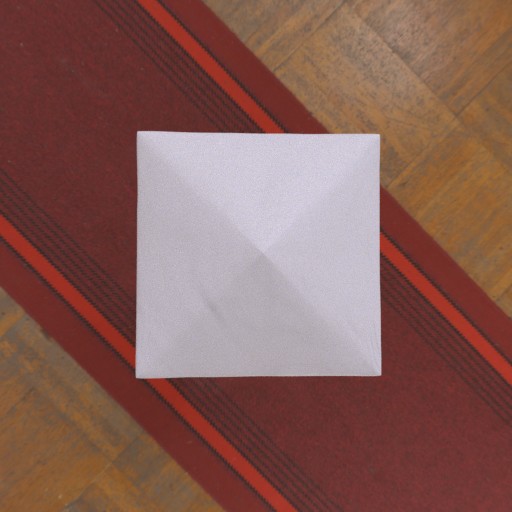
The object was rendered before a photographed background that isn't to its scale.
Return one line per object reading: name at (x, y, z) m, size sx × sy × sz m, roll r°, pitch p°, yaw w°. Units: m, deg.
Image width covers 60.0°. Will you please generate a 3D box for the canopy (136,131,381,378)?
canopy at (0.000, 0.000, 5.156) m, size 2.849 × 2.850 × 2.850 m, roll 0°, pitch 89°, yaw -2°
